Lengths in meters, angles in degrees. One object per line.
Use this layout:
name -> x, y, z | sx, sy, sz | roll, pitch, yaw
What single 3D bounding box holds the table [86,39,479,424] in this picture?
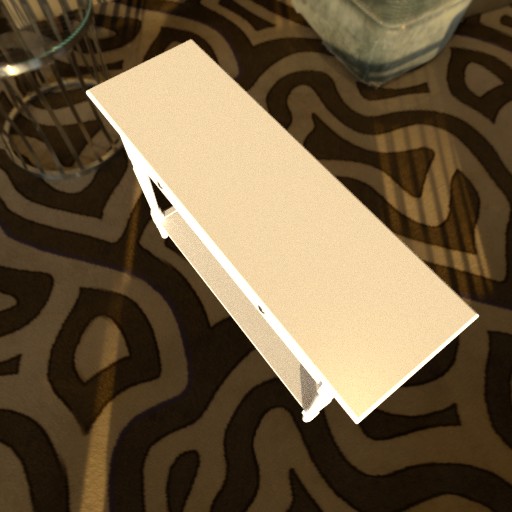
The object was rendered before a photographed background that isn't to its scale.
table -> 0.000, 0.000, 1.538 | 0.386, 0.814, 1.191 | -34, 68, -16
